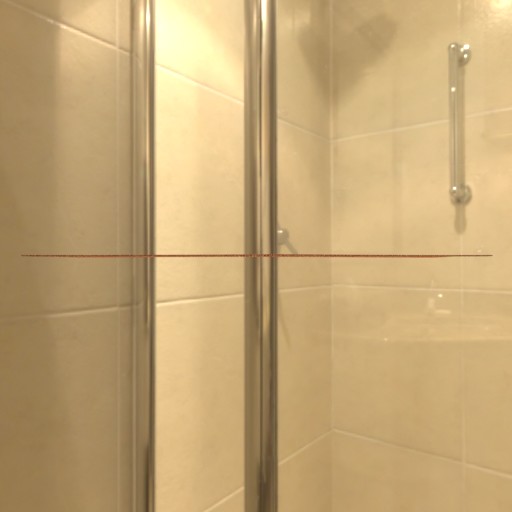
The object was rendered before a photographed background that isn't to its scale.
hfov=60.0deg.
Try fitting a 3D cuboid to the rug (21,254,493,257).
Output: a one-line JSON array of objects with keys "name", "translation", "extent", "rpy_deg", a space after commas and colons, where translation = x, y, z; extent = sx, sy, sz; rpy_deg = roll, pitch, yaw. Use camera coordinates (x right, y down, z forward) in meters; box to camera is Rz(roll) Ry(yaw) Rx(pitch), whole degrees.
[{"name": "rug", "translation": [0.000, 0.000, 2.561], "extent": [2.353, 0.013, 0.718], "rpy_deg": [0, -1, 0]}]
